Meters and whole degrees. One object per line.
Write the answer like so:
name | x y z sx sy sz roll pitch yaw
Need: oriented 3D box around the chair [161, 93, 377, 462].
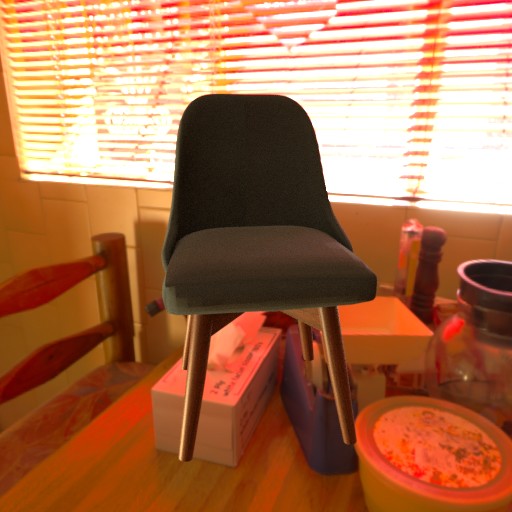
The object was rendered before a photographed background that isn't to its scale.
chair | 0.000 0.000 1.233 0.503 0.882 0.589 -2 17 -8
